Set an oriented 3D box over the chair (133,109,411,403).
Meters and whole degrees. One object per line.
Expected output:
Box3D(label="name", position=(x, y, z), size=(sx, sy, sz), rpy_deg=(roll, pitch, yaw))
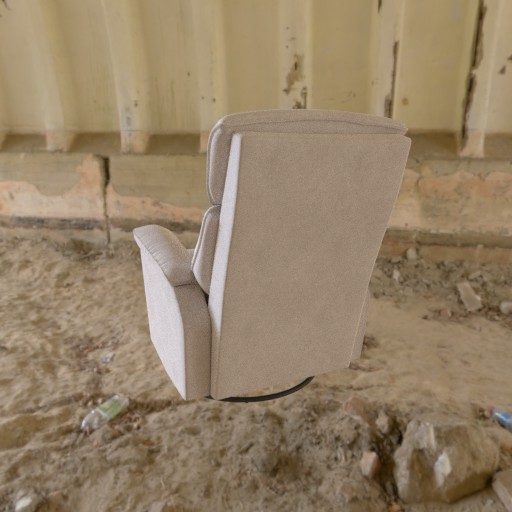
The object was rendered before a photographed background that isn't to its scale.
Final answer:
Box3D(label="chair", position=(0.000, 0.000, 1.747), size=(0.820, 1.039, 1.001), rpy_deg=(-6, 15, -25))
